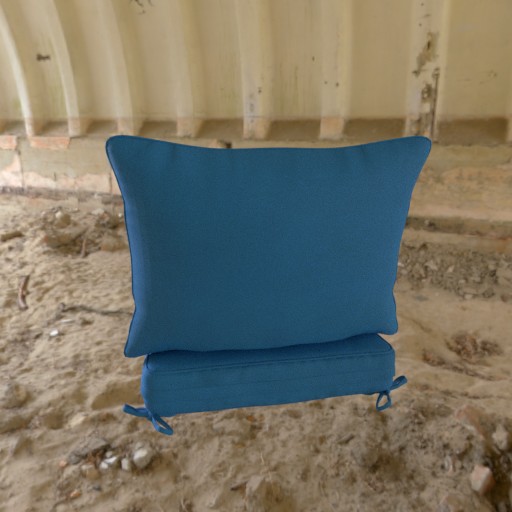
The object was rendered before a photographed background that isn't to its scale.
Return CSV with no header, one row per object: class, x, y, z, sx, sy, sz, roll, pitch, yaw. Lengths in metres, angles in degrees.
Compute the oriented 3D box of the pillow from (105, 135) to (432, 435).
pillow,0.000,0.000,1.373,0.798,0.725,0.733,-3,16,-10
